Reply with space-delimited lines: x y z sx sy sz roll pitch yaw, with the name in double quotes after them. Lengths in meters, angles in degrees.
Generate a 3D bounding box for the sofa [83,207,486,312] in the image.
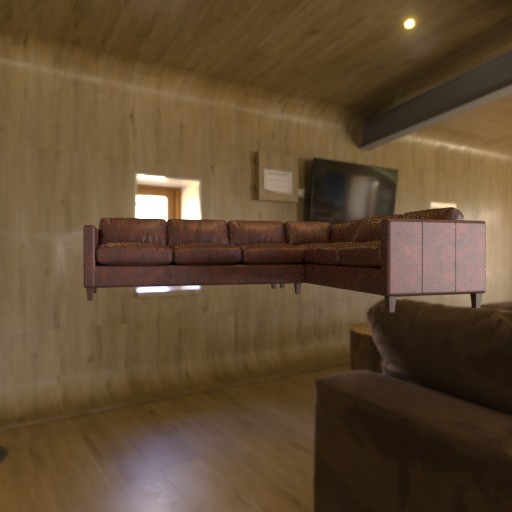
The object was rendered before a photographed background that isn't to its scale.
0.000 0.000 4.266 3.152 0.836 2.438 0 1 -17 "sofa"
